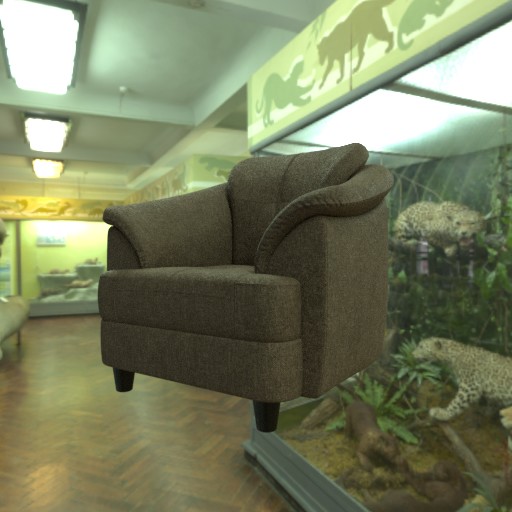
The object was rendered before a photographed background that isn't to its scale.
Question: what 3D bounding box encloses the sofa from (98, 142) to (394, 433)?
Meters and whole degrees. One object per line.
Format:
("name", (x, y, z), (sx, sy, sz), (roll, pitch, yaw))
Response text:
("sofa", (0.000, 0.000, 1.461), (0.870, 0.811, 0.794), (0, 1, 35))
